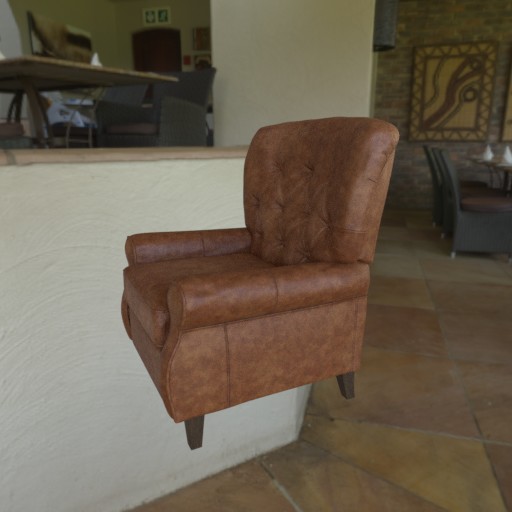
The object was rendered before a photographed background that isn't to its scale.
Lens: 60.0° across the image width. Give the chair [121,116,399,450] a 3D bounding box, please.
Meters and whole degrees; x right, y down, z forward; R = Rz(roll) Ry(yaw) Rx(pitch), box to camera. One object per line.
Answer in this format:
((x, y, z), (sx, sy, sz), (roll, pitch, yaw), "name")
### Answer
((0.000, 0.000, 1.919), (1.059, 1.164, 0.951), (-8, 17, -26), "chair")
